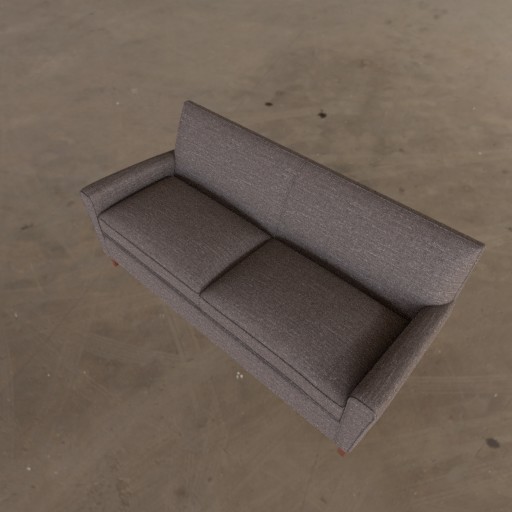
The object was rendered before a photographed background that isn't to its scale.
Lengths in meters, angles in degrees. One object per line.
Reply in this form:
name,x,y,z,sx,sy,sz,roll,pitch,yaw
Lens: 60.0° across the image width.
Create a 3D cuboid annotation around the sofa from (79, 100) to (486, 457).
sofa,0.000,0.000,2.424,1.976,0.846,0.875,33,55,27
